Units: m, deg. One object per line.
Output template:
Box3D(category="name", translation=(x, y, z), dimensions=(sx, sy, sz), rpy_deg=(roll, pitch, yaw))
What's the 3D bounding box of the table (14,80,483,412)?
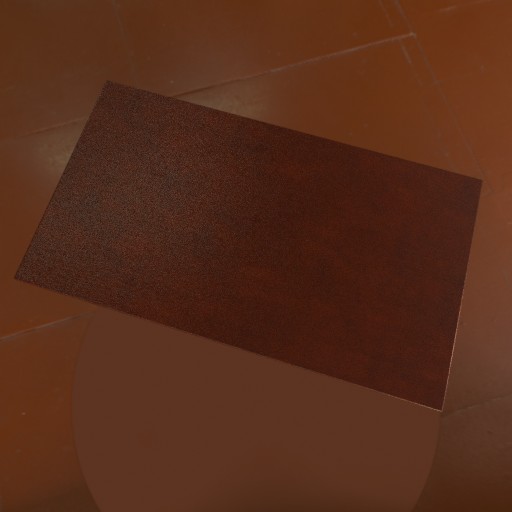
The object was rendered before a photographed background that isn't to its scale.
Box3D(category="table", translation=(0.000, 0.000, 1.214), dimensions=(0.943, 0.456, 0.533), rpy_deg=(16, 74, 5))
